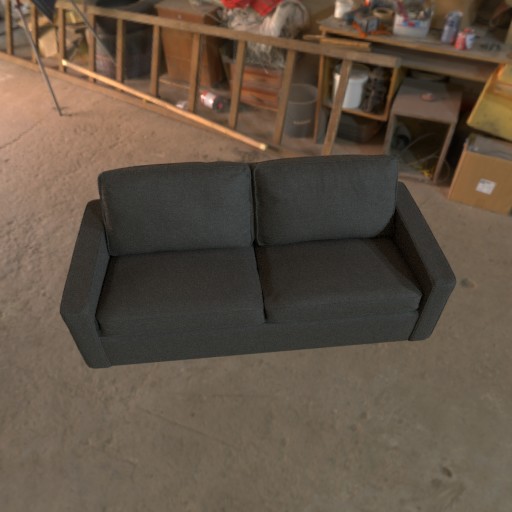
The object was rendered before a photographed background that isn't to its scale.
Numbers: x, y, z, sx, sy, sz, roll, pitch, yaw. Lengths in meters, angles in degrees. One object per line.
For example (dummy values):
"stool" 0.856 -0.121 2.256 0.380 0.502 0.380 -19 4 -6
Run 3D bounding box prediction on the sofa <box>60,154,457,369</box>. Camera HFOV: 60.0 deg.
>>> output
"sofa" 0.000 0.000 2.666 2.080 0.919 0.940 -4 46 -4
